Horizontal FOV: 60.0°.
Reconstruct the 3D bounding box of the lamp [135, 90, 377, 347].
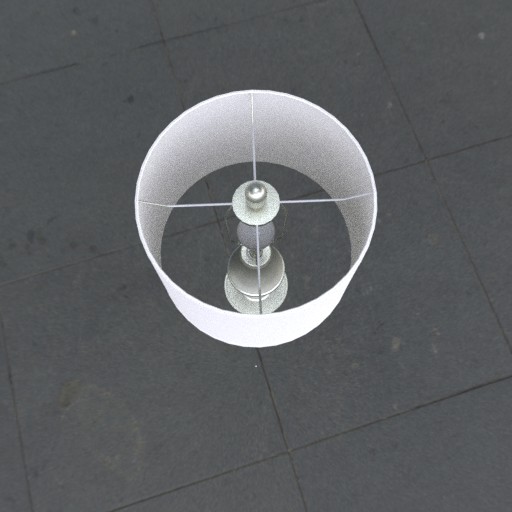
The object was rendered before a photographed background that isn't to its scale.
[{"bbox_3d":[0.000,0.000,0.936,0.383,0.733,0.383,0,76,0],"label":"lamp"}]
